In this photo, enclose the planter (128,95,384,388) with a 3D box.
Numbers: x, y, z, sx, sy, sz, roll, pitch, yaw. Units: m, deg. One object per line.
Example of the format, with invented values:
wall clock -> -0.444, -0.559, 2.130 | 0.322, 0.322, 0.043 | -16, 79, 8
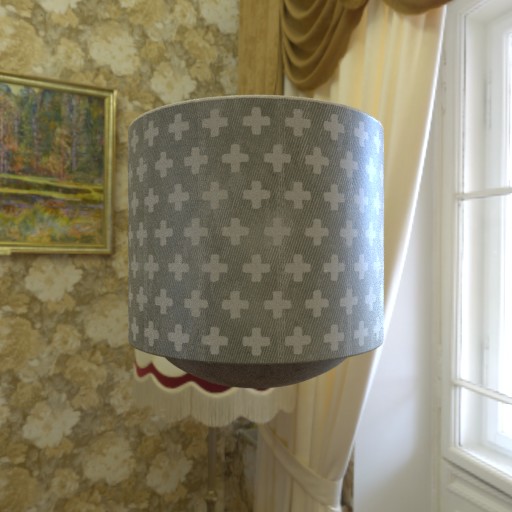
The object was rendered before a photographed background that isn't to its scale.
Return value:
planter -> 0.000, 0.000, 0.343 | 0.190, 0.181, 0.190 | 0, 0, 0
